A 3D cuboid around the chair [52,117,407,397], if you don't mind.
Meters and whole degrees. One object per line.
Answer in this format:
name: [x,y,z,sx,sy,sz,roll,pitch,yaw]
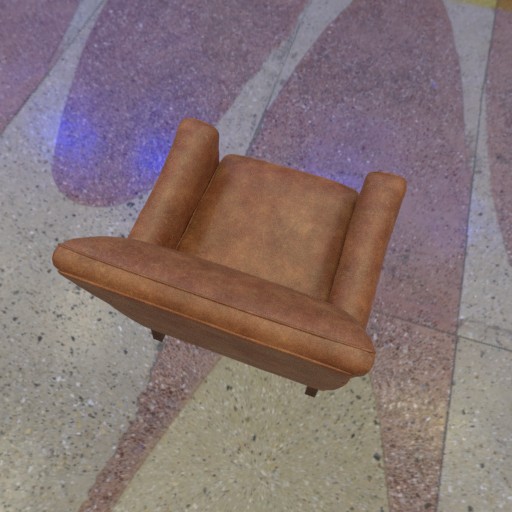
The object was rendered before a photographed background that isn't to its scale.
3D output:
chair: [0.000,0.000,1.604,0.870,0.943,0.823,18,65,8]
